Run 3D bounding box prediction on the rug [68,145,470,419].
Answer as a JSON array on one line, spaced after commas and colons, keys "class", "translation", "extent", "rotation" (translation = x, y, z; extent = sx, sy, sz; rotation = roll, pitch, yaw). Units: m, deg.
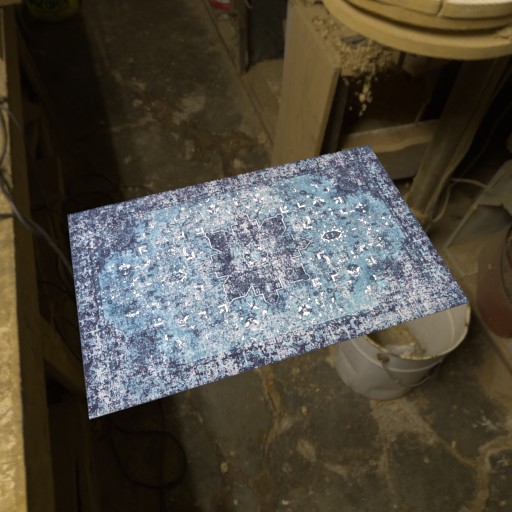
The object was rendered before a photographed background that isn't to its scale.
[{"class": "rug", "translation": [0.000, 0.000, 3.077], "extent": [2.440, 0.007, 1.525], "rotation": [-15, 59, -9]}]
